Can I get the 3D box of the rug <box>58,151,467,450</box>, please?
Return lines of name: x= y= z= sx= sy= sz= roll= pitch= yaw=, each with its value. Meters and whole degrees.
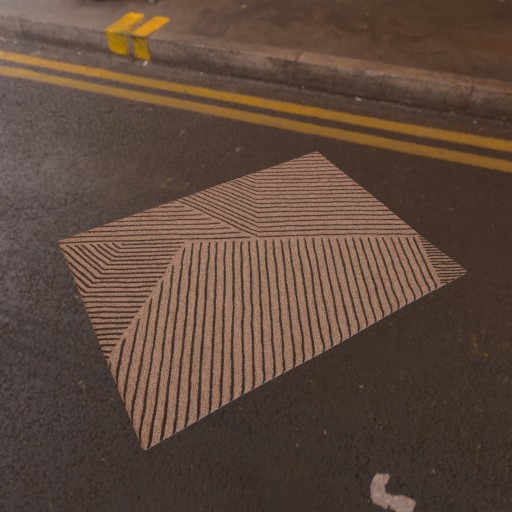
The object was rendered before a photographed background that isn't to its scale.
rug: x=0.000 y=0.000 z=3.281 sx=2.449 sy=0.028 sz=1.829 roll=-23 pitch=50 yaw=-21
